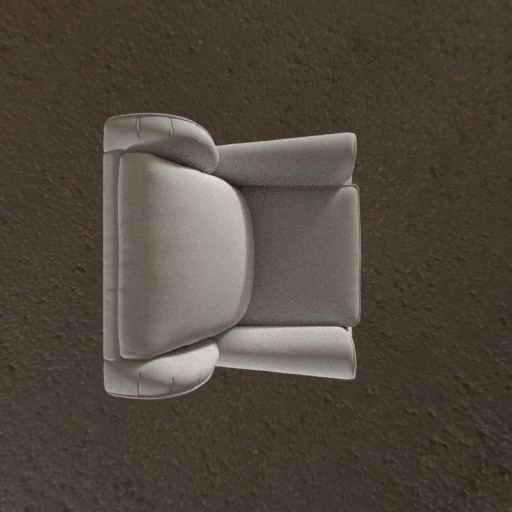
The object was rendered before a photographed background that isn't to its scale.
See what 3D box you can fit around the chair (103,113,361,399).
[{"bbox_3d":[0.000,0.000,1.691,0.854,0.967,0.906,0,90,1],"label":"chair"}]
